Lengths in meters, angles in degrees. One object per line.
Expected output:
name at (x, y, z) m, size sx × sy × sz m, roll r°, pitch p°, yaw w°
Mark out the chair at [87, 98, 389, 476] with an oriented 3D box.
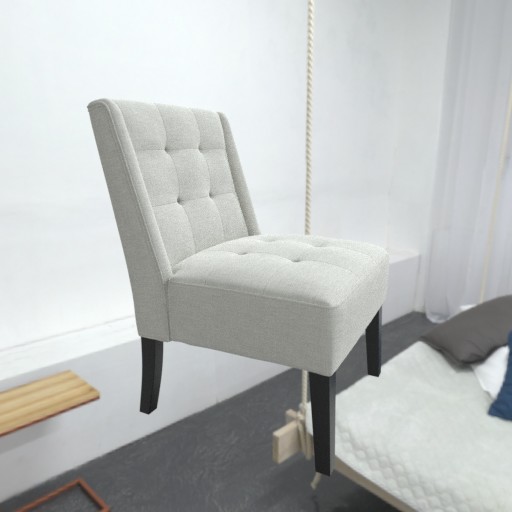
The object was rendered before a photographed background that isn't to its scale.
chair at (0.000, 0.000, 1.281) m, size 0.676 × 0.853 × 0.569 m, roll 7°, pitch 16°, yaw 26°
